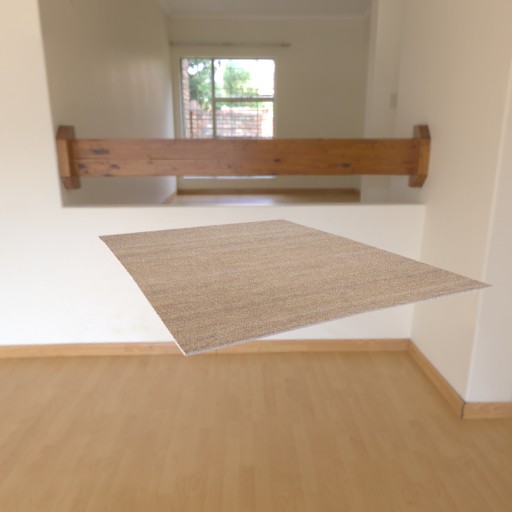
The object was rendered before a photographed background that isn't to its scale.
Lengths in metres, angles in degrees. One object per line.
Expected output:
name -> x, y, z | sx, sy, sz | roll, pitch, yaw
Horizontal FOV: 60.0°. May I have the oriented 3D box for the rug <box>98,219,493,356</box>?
rug -> 0.000, 0.000, 4.250 | 2.467, 0.046, 3.245 | -7, 17, -26
